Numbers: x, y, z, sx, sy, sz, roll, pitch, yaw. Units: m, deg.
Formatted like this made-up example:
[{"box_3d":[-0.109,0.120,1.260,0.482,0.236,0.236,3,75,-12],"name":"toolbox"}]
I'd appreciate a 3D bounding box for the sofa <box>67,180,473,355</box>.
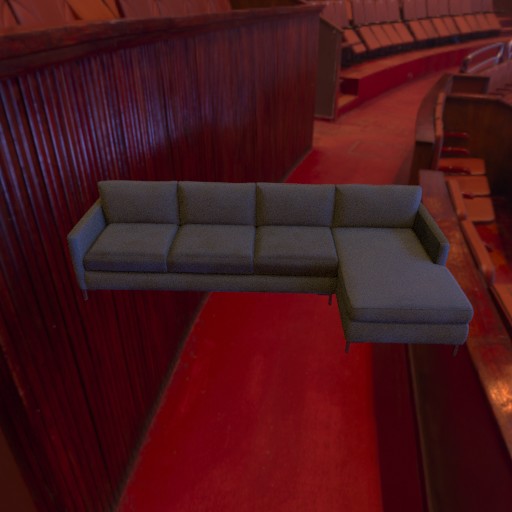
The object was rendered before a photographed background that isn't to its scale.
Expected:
[{"box_3d":[0.000,0.000,3.261,2.725,0.756,1.255,1,31,2],"name":"sofa"}]
